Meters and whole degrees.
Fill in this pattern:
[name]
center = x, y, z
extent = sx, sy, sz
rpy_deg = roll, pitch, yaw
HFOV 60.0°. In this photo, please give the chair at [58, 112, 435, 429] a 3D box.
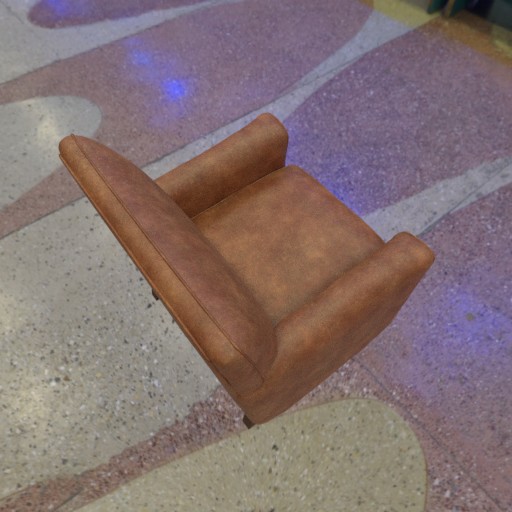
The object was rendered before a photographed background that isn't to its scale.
[chair]
center = 0.000, 0.000, 1.574
extent = 0.823, 0.943, 0.870
rpy_deg = -33, 63, -19
